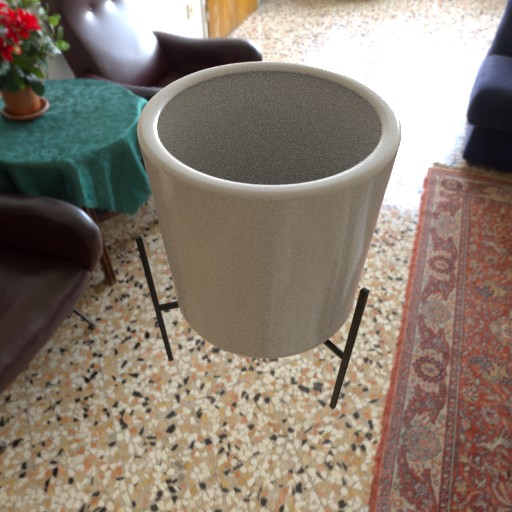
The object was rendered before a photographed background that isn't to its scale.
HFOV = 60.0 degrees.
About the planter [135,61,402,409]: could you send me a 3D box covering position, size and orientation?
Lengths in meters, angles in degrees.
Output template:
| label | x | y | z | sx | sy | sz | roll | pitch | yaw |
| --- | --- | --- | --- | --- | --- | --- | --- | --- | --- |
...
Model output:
| label | x | y | z | sx | sy | sz | roll | pitch | yaw |
| --- | --- | --- | --- | --- | --- | --- | --- | --- | --- |
| planter | 0.000 | 0.000 | 0.627 | 0.308 | 0.431 | 0.307 | -11 | 47 | -10 |
